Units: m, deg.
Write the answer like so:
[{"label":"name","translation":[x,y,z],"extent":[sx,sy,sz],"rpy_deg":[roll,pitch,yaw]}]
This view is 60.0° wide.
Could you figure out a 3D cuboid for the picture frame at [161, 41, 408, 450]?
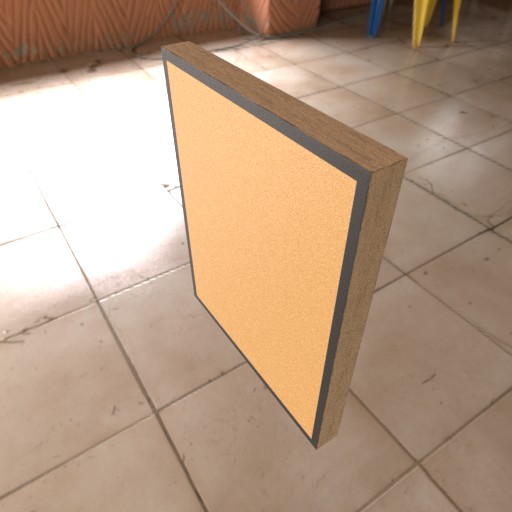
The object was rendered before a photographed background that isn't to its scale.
[{"label":"picture frame","translation":[0.000,0.000,0.696],"extent":[0.046,0.526,0.421],"rpy_deg":[-24,47,-25]}]
